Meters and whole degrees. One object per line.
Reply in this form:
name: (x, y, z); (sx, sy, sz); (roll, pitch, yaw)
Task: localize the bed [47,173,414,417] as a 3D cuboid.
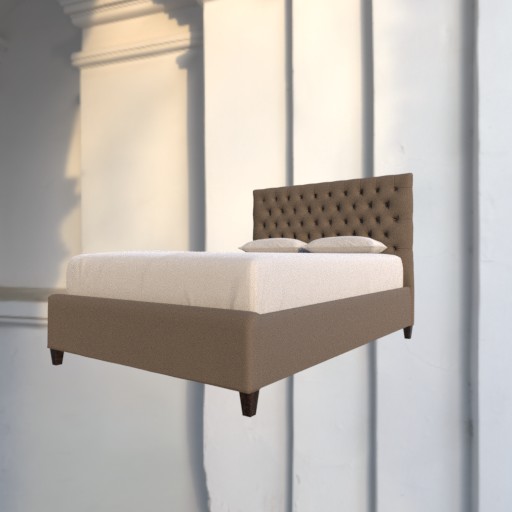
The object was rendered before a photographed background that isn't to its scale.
bed: (0.000, 0.000, 3.375); (1.698, 1.427, 2.387); (0, 0, 36)
